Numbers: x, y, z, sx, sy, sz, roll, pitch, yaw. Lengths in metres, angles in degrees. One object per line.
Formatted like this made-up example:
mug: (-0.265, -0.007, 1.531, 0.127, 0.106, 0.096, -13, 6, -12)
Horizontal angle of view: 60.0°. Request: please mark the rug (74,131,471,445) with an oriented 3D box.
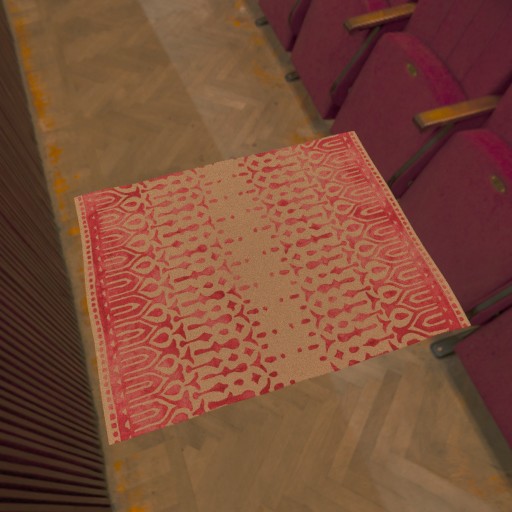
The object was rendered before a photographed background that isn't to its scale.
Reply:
rug: (0.000, 0.000, 4.110, 3.095, 0.016, 2.441, -15, 61, -9)
